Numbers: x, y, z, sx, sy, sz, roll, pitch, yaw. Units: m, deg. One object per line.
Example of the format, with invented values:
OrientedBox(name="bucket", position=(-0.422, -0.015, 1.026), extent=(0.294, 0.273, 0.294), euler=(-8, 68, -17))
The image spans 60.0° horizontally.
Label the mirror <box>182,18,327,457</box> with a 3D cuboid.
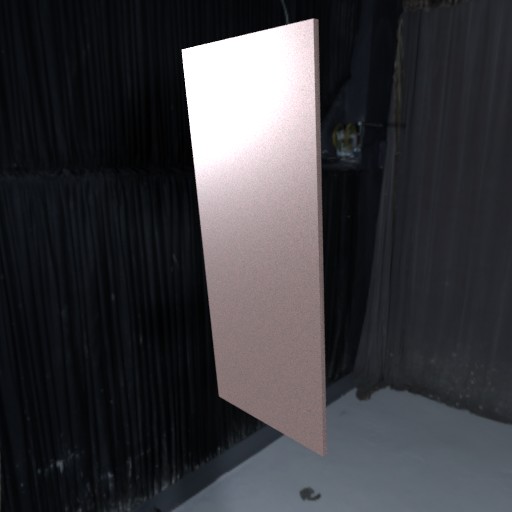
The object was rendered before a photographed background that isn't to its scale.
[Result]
OrientedBox(name="mirror", position=(0.000, 0.000, 2.256), extent=(0.812, 2.020, 0.221), euler=(13, 19, 43))
